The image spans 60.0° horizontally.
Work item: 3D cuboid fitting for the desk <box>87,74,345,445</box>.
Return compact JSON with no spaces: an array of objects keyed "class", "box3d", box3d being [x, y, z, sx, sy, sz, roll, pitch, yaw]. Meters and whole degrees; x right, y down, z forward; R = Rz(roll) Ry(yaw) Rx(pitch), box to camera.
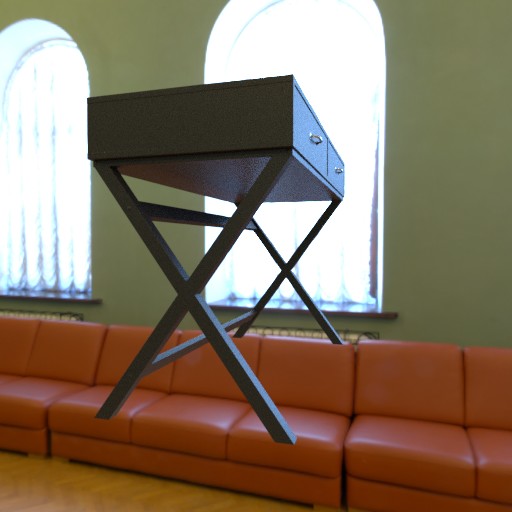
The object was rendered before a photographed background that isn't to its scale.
[{"class":"desk","box3d":[0.000,0.000,1.498,0.525,0.780,1.057,0,2,17]}]
